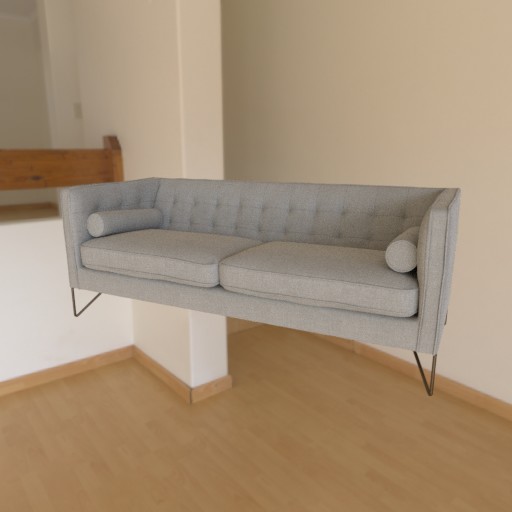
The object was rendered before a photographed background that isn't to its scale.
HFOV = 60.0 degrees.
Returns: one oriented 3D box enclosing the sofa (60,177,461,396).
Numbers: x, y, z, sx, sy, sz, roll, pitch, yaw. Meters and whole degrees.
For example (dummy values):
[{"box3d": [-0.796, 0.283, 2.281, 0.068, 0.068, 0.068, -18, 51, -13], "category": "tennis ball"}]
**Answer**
[{"box3d": [0.000, 0.000, 2.552, 2.079, 0.798, 0.912, 7, 15, 25], "category": "sofa"}]
